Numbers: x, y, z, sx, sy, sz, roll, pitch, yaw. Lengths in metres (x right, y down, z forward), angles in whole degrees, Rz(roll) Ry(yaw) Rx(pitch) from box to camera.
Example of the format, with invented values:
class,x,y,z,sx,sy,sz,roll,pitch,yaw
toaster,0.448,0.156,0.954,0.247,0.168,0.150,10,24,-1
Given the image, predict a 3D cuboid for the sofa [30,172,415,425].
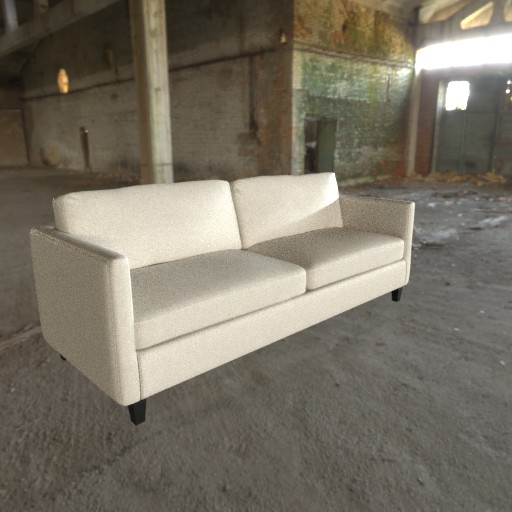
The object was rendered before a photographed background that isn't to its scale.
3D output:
class,x,y,z,sx,sy,sz,roll,pitch,yaw
sofa,0.000,0.000,2.861,2.434,0.965,0.948,-13,20,-42
